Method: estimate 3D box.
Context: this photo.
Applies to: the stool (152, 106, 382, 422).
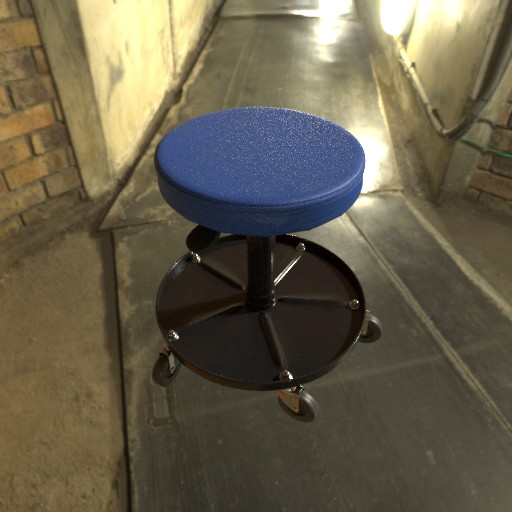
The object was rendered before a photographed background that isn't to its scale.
[{"bbox_3d":[0.000,0.000,0.683,0.381,0.365,0.382,25,46,27],"label":"stool"}]
